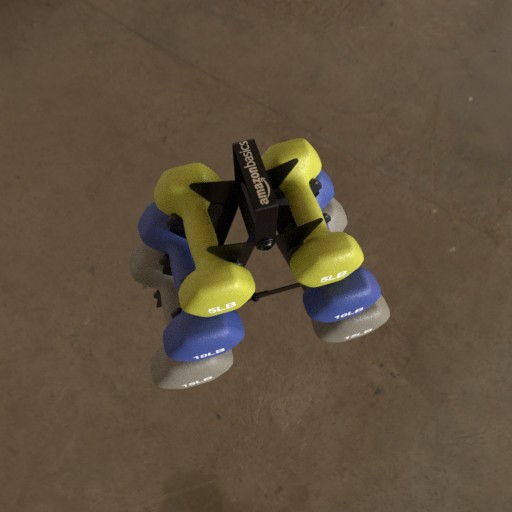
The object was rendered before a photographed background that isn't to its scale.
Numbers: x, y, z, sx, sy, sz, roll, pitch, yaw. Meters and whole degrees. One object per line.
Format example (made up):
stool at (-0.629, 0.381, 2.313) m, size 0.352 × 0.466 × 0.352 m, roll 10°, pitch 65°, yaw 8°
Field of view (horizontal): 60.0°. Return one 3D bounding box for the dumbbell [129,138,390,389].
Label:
dumbbell at (0.000, 0.000, 0.669) m, size 0.416 × 0.426 × 0.261 m, roll -15°, pitch 65°, yaw -7°
